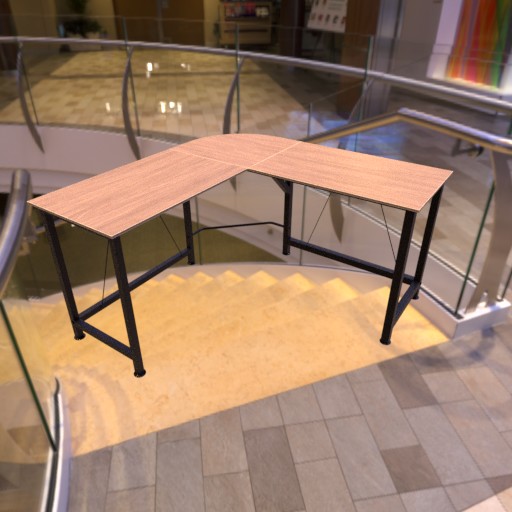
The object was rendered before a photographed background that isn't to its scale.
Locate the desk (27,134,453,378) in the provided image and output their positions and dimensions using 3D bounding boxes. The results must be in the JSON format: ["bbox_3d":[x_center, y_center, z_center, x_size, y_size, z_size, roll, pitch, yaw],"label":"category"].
[{"bbox_3d":[0.000,0.000,2.234,1.400,0.762,1.400,20,37,29],"label":"desk"}]
